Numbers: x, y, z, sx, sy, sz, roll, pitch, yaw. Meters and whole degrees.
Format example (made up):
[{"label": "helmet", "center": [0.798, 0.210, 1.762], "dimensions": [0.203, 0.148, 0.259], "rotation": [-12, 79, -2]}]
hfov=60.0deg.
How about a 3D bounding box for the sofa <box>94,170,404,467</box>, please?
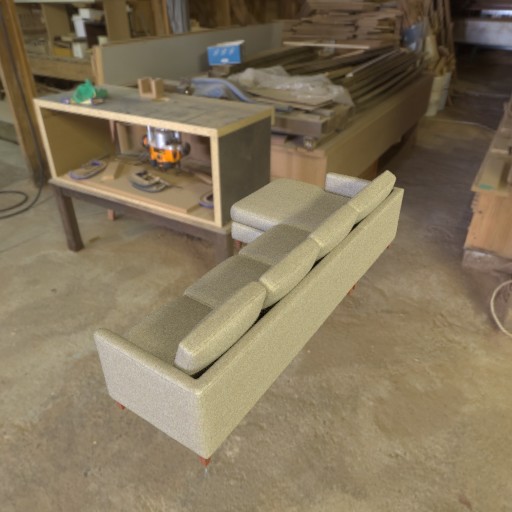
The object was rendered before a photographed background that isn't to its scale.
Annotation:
[{"label": "sofa", "center": [0.000, 0.000, 3.841], "dimensions": [1.502, 0.876, 3.201], "rotation": [20, 37, 29]}]
